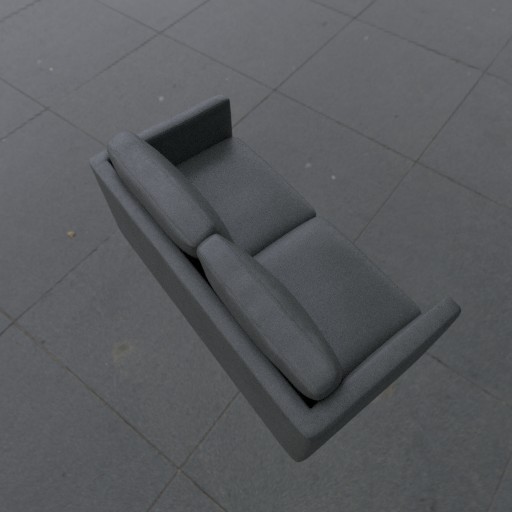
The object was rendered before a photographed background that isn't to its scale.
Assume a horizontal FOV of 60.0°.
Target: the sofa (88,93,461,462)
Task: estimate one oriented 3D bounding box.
[{"bbox_3d":[0.000,0.000,2.455,0.951,0.933,1.883,-34,64,-19],"label":"sofa"}]
